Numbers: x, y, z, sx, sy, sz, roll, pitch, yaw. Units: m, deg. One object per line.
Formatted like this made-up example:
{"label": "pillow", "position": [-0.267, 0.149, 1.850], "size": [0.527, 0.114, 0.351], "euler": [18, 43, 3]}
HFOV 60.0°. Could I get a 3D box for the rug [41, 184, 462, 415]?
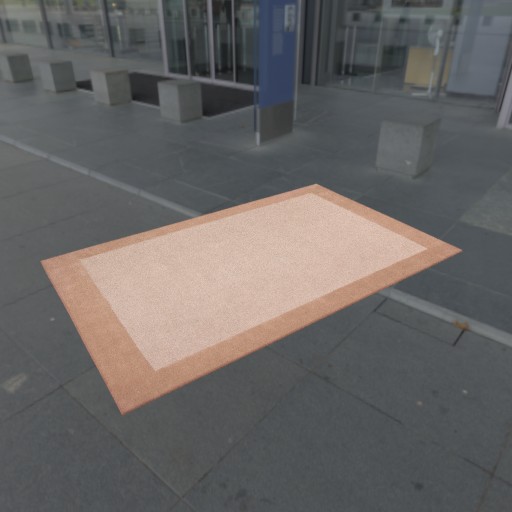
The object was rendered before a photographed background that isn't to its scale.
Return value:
{"label": "rug", "position": [0.000, 0.000, 3.011], "size": [2.438, 0.014, 1.524], "euler": [-20, 36, -29]}
